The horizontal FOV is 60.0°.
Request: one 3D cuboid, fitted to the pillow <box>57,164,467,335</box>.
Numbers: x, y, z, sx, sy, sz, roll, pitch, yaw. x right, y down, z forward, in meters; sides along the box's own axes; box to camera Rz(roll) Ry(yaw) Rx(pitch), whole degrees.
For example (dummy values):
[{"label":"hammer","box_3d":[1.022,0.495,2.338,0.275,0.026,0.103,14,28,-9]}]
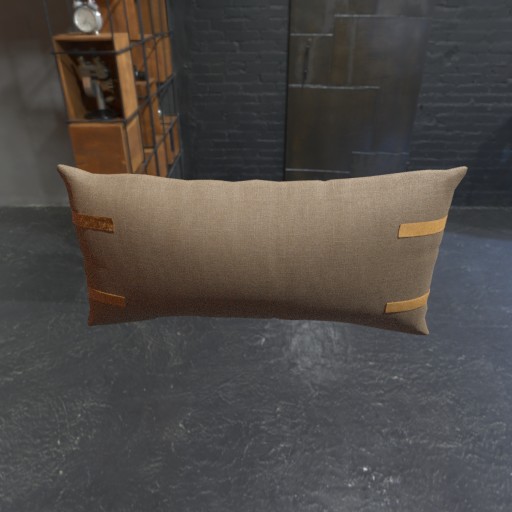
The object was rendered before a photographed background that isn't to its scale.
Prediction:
[{"label":"pillow","box_3d":[0.000,0.000,0.720,0.612,0.308,0.148,1,30,2]}]
